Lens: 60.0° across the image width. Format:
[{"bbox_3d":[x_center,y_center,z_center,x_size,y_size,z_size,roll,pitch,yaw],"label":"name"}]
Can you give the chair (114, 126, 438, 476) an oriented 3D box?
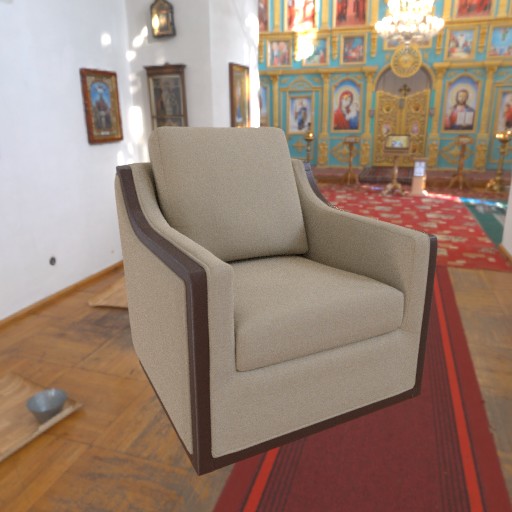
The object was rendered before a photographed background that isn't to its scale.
[{"bbox_3d":[0.000,0.000,1.656,0.870,0.930,0.950,-8,18,-26],"label":"chair"}]
